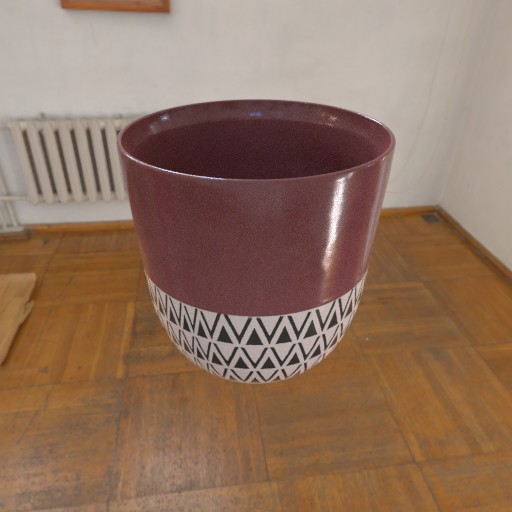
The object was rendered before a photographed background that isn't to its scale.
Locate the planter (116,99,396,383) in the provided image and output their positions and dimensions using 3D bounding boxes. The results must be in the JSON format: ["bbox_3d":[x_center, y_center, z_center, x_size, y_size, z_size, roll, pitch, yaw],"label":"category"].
[{"bbox_3d":[0.000,0.000,0.375,0.195,0.214,0.195,0,32,0],"label":"planter"}]
